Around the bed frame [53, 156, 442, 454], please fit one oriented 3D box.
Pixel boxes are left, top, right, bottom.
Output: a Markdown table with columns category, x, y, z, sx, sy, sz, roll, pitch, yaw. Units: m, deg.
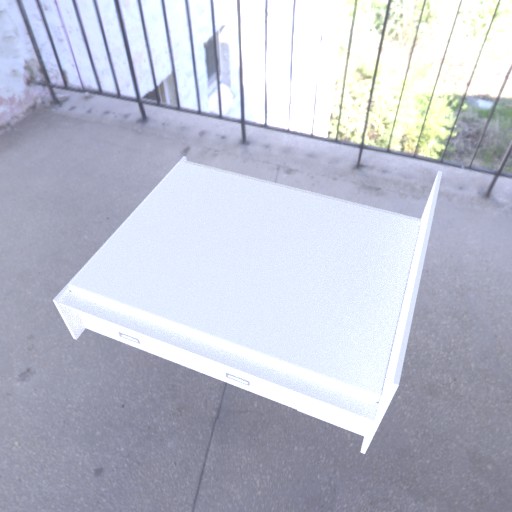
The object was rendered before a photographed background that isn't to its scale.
| category | x | y | z | sx | sy | sz | roll | pitch | yaw |
| --- | --- | --- | --- | --- | --- | --- | --- | --- | --- |
| bed frame | 0.000 | 0.000 | 2.920 | 1.960 | 0.800 | 1.622 | 17 | 49 | 15 |
